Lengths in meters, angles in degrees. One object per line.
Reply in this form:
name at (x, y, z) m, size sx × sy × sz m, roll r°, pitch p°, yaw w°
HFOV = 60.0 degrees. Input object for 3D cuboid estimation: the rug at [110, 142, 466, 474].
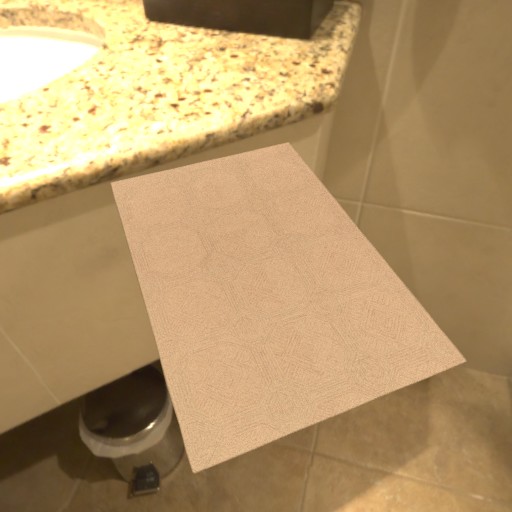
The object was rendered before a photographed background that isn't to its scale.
rug at (0.000, 0.000, 2.341) m, size 1.236 × 0.009 × 1.839 m, roll -16°, pitch 49°, yaw -15°
